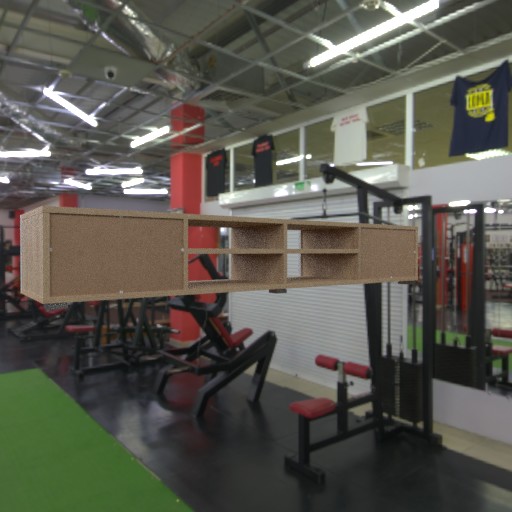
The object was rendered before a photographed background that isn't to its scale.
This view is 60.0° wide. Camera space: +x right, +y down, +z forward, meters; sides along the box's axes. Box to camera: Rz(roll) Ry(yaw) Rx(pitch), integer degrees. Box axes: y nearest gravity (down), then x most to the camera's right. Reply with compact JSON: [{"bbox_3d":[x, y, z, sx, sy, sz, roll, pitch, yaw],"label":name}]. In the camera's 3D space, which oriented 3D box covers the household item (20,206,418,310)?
[{"bbox_3d":[0.000,0.000,2.015,1.850,0.310,0.420,0,1,-36],"label":"household item"}]
